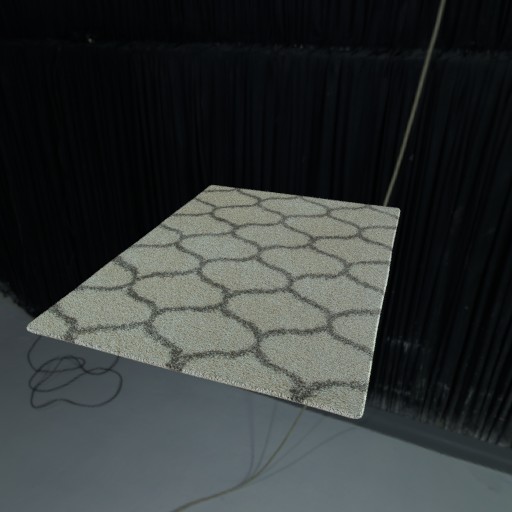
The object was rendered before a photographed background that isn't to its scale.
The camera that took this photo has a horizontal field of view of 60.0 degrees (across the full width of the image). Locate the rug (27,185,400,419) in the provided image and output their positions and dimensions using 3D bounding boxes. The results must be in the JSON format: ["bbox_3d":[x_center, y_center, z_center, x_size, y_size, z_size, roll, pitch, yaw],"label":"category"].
[{"bbox_3d":[0.000,0.000,2.078,1.200,0.025,1.600,10,30,17],"label":"rug"}]
